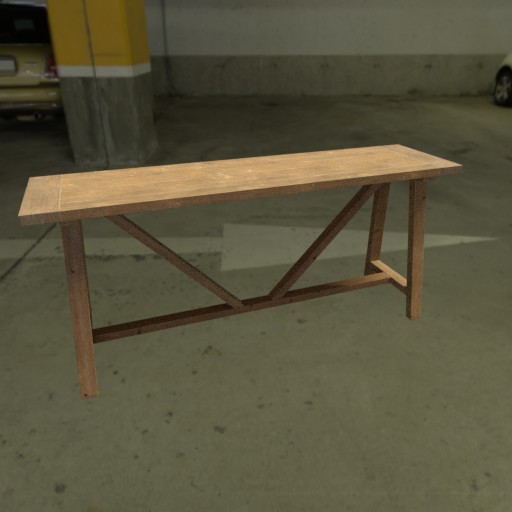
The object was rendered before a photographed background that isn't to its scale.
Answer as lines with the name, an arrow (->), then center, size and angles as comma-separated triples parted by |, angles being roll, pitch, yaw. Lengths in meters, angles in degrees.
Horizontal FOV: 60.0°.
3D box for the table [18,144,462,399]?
table -> 0.000, 0.000, 2.075 | 1.800, 0.810, 0.465 | -9, 28, -18
